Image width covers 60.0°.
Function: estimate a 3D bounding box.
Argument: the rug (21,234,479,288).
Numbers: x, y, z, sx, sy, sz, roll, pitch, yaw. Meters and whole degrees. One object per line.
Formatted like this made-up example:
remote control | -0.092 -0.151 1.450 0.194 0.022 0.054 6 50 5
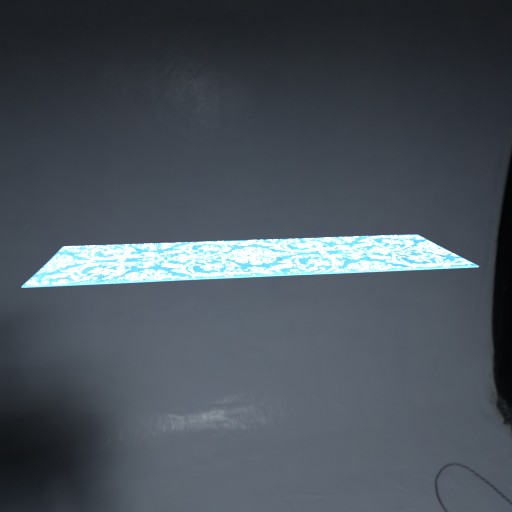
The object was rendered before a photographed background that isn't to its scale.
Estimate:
rug | 0.000 0.000 2.421 2.196 0.011 0.662 -2 17 -7
